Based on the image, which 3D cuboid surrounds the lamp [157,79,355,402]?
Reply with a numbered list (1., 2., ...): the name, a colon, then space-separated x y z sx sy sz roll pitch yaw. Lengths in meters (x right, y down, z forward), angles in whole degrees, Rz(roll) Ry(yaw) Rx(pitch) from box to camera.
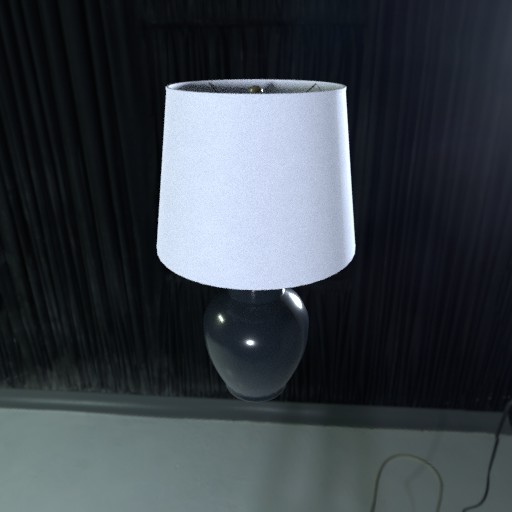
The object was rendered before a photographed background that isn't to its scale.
1. lamp: 0.000 0.000 0.554 0.239 0.399 0.239 0 25 0
